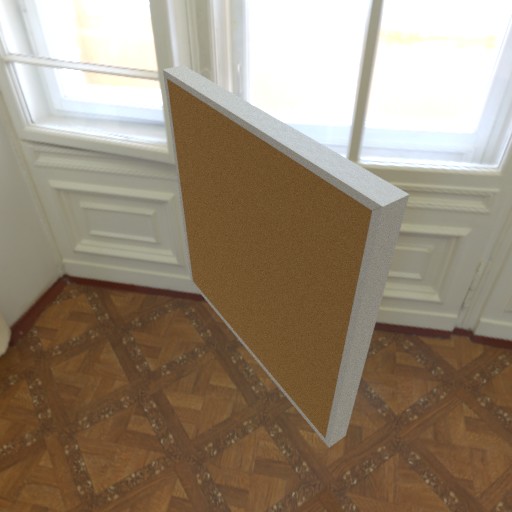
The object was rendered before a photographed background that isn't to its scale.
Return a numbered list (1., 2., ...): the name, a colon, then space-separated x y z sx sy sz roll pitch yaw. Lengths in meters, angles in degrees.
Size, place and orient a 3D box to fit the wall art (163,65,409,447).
1. wall art: 0.000 0.000 0.467 0.024 0.304 0.304 -24 46 -26
